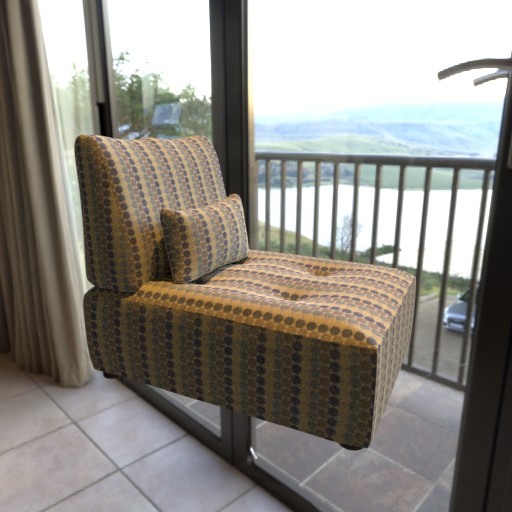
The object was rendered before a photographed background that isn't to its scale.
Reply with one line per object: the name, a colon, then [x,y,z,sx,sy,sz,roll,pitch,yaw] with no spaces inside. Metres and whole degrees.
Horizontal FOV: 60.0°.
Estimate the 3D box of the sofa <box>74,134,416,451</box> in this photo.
sofa: [0.000,0.000,1.546,1.000,0.820,0.700,7,17,26]
